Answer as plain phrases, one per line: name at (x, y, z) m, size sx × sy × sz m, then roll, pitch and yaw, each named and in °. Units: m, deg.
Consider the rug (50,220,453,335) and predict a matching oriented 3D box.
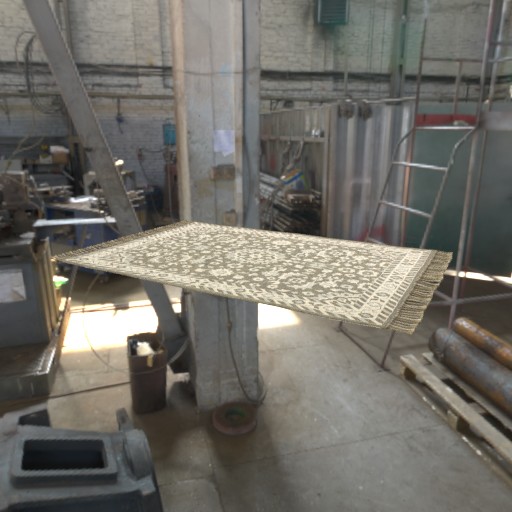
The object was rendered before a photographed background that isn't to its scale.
rug at (0.000, 0.000, 3.117) m, size 2.431 × 0.025 × 1.530 m, roll 9°, pitch 18°, yaw 28°
